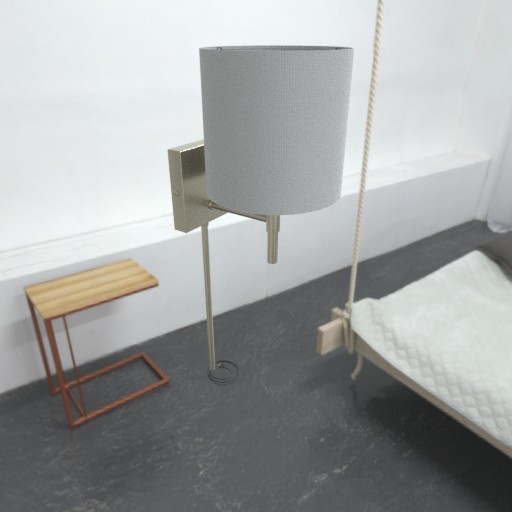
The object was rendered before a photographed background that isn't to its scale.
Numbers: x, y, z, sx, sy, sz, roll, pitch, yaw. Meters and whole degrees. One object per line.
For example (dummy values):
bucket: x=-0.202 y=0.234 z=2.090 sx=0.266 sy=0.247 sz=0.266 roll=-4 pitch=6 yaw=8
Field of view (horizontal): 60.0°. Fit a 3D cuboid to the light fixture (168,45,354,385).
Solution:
light fixture: x=0.000 y=0.000 z=0.691 sx=0.248 sy=0.589 sz=0.188 roll=17 pitch=32 yaw=30
